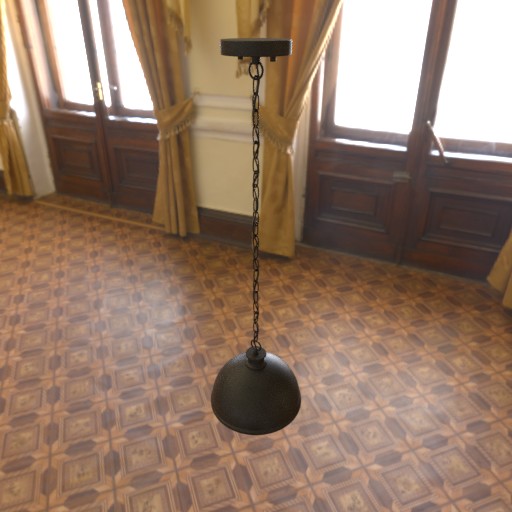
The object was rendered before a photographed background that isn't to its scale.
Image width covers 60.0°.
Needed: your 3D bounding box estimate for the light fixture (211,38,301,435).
[{"bbox_3d":[0.000,0.000,1.240,0.304,1.090,0.304,20,34,33],"label":"light fixture"}]
